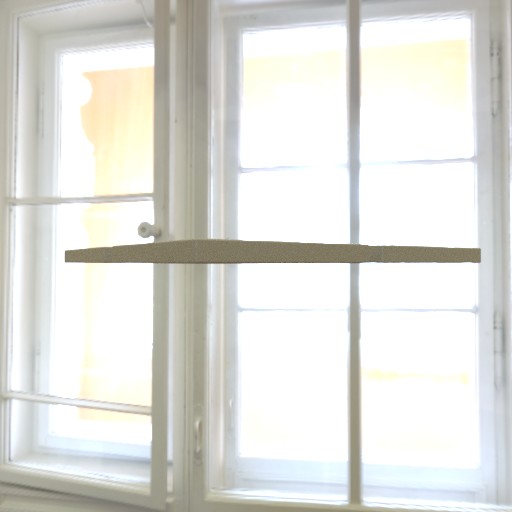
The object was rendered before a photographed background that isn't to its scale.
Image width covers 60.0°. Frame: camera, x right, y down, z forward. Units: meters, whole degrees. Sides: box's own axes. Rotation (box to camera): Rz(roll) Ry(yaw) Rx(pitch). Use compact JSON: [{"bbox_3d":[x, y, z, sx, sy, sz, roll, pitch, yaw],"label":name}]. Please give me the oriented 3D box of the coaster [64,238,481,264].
[{"bbox_3d":[0.000,0.000,0.322,0.214,0.010,0.219,1,-1,-36],"label":"coaster"}]
